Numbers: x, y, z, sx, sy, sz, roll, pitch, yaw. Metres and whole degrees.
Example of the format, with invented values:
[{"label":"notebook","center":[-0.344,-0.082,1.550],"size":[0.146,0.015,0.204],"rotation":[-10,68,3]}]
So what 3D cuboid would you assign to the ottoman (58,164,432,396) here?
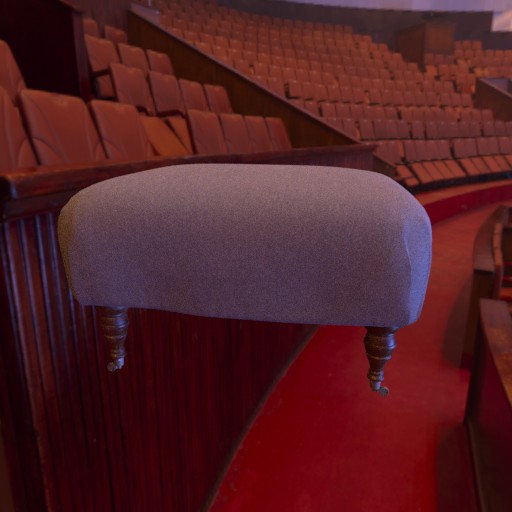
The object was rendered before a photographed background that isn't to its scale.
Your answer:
[{"label":"ottoman","center":[0.000,0.000,1.123],"size":[0.747,0.450,0.622],"rotation":[3,16,9]}]
